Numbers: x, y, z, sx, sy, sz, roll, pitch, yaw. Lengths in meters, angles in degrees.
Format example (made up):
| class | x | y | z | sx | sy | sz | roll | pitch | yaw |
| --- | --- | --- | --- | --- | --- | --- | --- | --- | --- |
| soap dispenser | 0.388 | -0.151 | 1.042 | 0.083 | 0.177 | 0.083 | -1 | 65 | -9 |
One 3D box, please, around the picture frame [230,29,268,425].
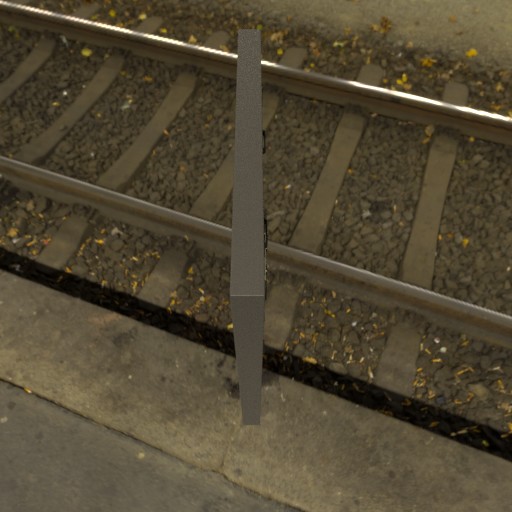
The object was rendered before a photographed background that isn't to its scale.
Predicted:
| class | x | y | z | sx | sy | sz | roll | pitch | yaw |
| --- | --- | --- | --- | --- | --- | --- | --- | --- | --- |
| picture frame | 0.000 | 0.000 | 0.532 | 0.036 | 0.383 | 0.307 | 0 | 57 | 0 |
